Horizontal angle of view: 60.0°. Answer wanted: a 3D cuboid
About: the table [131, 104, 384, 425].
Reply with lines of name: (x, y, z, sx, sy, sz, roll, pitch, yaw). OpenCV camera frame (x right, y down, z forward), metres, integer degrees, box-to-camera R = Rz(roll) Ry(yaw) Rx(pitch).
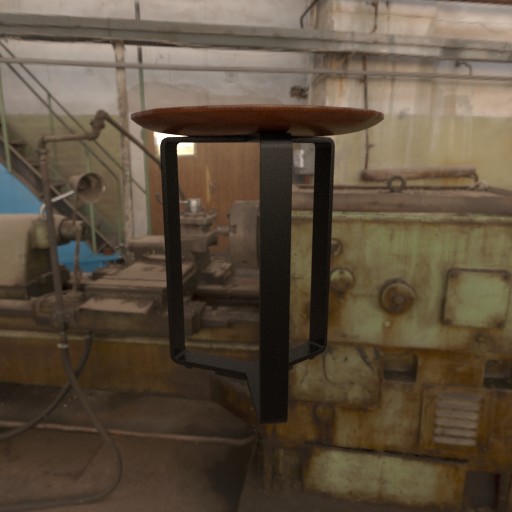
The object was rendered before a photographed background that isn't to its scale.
table: (0.000, 0.000, 0.751, 0.380, 0.450, 0.410, -2, 14, -9)
